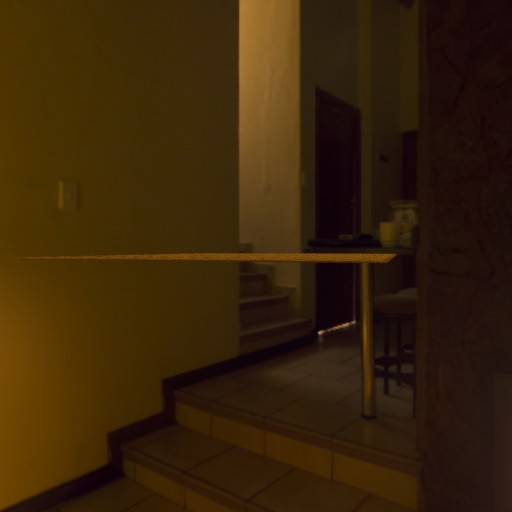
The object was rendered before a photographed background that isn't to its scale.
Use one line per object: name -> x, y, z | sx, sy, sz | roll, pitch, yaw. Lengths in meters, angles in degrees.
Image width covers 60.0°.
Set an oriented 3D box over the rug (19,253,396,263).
rug -> 0.000, 0.000, 4.118 | 2.441, 0.016, 3.050 | 0, 1, 18
